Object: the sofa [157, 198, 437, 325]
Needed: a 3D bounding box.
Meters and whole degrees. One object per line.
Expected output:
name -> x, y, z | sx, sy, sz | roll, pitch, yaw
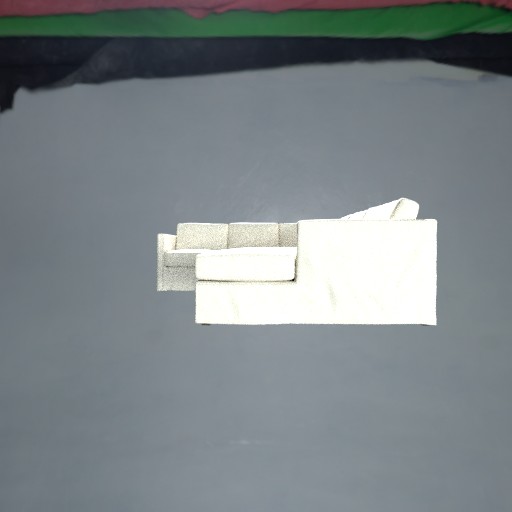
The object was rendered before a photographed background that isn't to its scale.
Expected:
sofa -> 0.000, 0.000, 4.608 | 2.427, 0.882, 3.460 | 0, 1, 1
